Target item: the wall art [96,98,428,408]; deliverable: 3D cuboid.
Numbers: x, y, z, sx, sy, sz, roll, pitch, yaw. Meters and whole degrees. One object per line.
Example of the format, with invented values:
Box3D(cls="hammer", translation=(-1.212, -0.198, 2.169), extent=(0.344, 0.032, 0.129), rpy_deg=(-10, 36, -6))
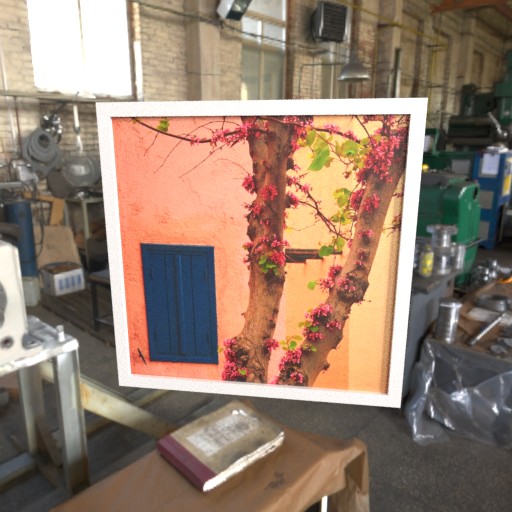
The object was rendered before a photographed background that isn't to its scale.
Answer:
Box3D(cls="wall art", translation=(0.000, 0.000, 0.458), extent=(0.305, 0.302, 0.038), rpy_deg=(2, 14, 8))
